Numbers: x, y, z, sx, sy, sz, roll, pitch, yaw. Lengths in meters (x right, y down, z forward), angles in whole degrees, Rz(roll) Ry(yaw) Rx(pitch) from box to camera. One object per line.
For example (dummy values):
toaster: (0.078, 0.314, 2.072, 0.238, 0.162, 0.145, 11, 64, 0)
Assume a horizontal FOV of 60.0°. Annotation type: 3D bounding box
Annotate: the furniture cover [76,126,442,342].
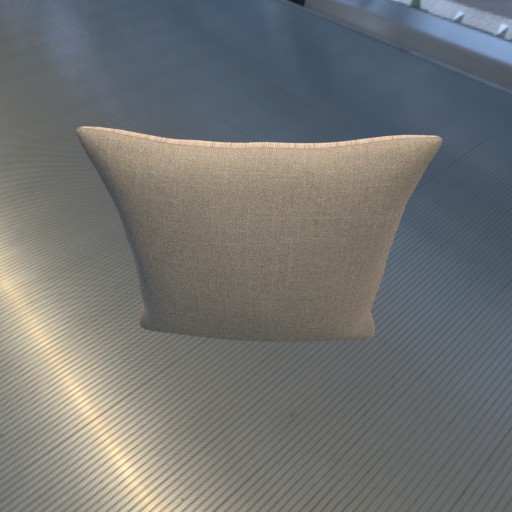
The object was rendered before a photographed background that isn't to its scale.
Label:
furniture cover: (0.000, 0.000, 0.792, 0.512, 0.506, 0.178, 2, 47, 2)
